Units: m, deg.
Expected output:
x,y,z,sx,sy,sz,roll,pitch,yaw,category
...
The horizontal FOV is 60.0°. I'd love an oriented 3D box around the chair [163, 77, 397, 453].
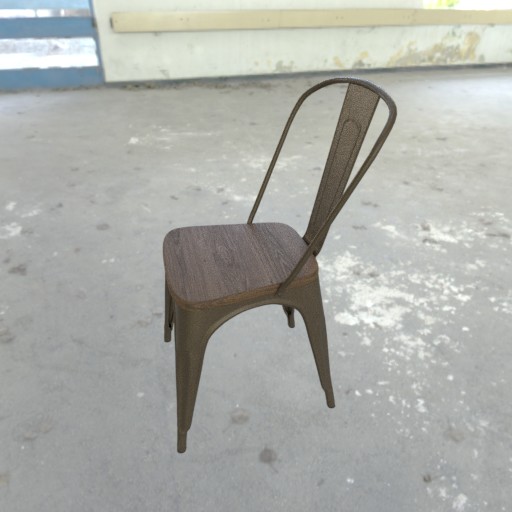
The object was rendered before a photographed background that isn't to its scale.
x,y,z,sx,sy,sz,roll,pitch,yaw,category
0.000,0.000,1.160,0.532,0.844,0.451,-8,32,-12,chair
